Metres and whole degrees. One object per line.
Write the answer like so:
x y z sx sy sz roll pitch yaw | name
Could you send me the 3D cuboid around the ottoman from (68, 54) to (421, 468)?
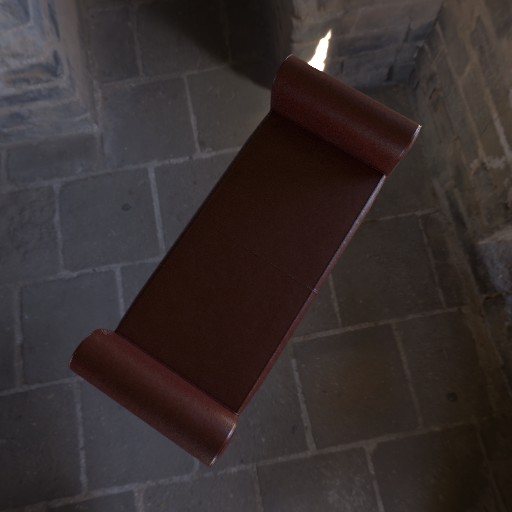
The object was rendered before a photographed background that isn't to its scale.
0.000 0.000 1.604 0.521 0.547 1.256 32 79 7 | ottoman
